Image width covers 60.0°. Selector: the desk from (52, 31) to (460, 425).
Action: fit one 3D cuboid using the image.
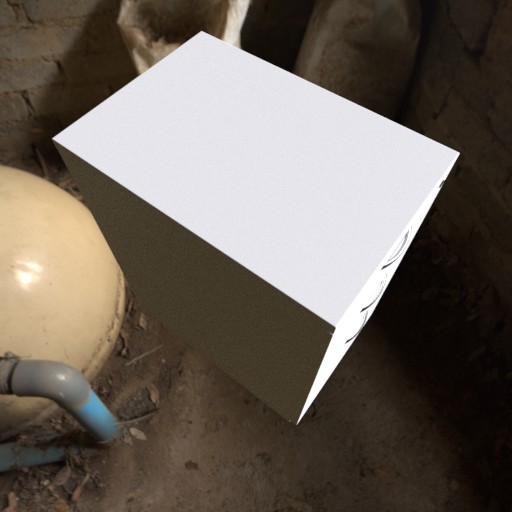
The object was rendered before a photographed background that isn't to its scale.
[{"bbox_3d":[0.000,0.000,1.083,0.600,0.730,0.404,33,64,18],"label":"desk"}]
